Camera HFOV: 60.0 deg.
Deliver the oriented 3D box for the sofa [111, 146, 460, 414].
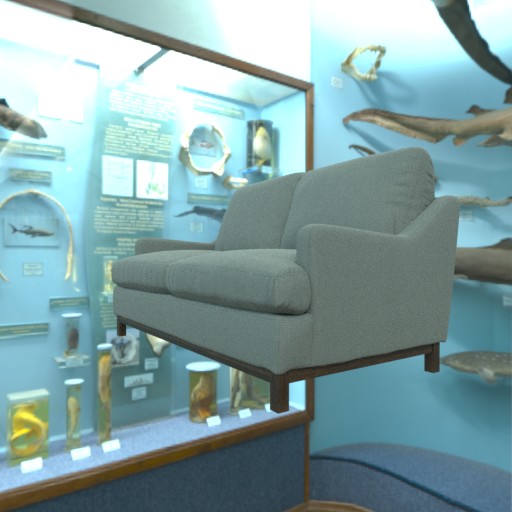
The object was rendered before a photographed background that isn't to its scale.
[{"bbox_3d":[0.000,0.000,2.182,0.987,0.921,1.589,0,0,-35],"label":"sofa"}]
